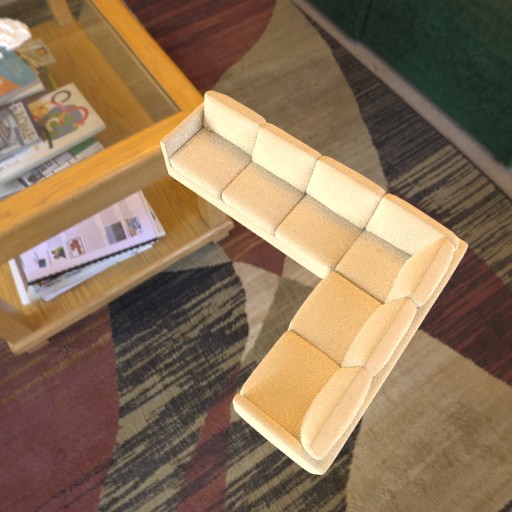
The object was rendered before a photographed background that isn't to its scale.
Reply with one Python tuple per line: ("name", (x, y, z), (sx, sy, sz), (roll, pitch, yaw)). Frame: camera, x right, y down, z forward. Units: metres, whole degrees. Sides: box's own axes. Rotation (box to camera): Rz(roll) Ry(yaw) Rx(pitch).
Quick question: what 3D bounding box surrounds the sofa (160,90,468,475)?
("sofa", (0.000, 0.000, 4.509), (3.302, 0.947, 2.593), (35, 69, 15))
